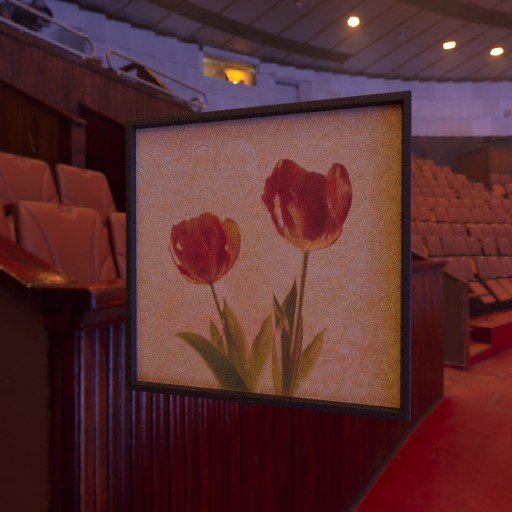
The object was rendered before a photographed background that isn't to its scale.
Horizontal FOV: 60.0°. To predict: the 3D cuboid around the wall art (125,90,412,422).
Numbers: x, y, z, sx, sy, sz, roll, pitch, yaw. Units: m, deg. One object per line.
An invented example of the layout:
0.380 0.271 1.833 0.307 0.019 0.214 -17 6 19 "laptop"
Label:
0.000 0.000 1.220 0.805 0.807 0.043 0 1 18 "wall art"
